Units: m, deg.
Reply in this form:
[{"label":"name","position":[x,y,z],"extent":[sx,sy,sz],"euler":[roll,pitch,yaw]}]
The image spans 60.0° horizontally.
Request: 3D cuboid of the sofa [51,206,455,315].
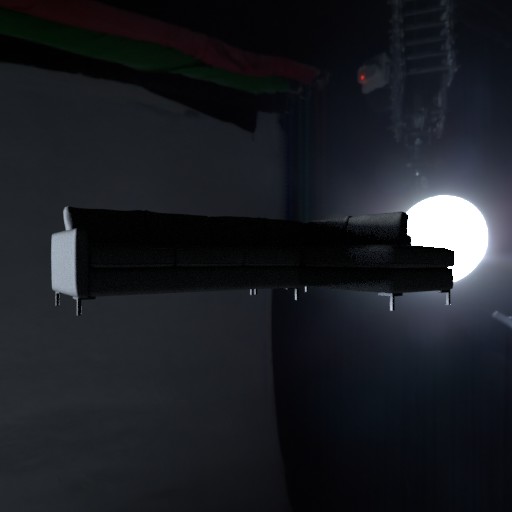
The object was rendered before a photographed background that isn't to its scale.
[{"label":"sofa","position":[0.000,0.000,3.857],"extent":[2.972,0.858,1.984],"euler":[0,0,-35]}]
